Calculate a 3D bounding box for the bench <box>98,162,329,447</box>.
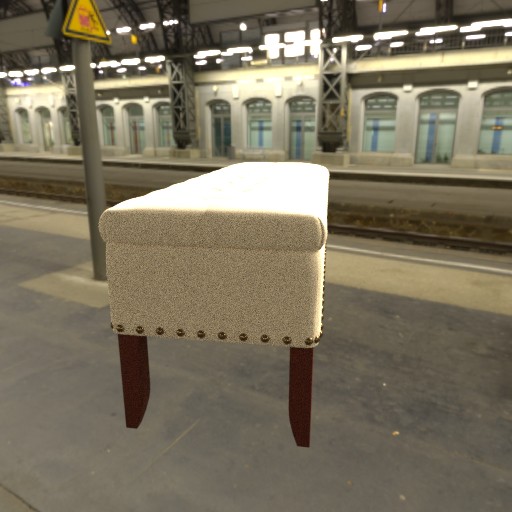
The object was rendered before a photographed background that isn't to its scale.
[{"bbox_3d":[0.000,0.000,1.282,0.400,0.470,1.054,3,16,9],"label":"bench"}]
